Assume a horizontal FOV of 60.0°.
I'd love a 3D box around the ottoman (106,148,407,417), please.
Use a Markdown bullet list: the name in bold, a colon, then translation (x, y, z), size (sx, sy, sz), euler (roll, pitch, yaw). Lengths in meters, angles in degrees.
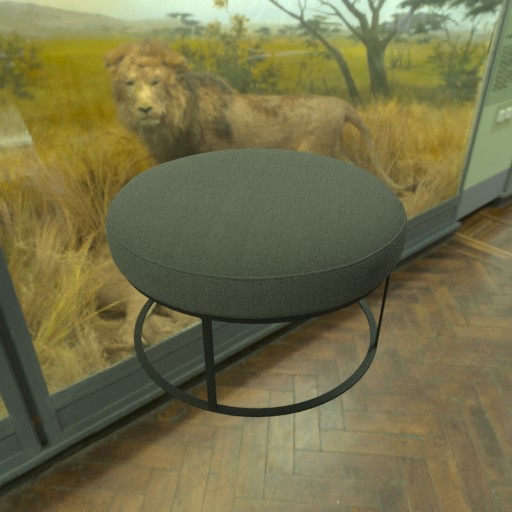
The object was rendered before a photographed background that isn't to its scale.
- **ottoman**: translation (0.000, 0.000, 1.249), size (0.772, 0.460, 0.772), euler (0, 30, 0)
